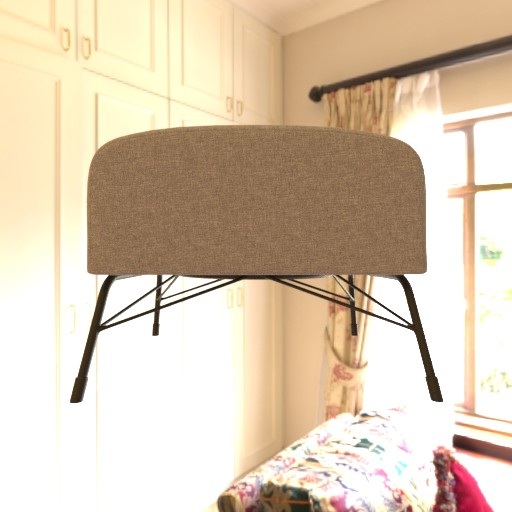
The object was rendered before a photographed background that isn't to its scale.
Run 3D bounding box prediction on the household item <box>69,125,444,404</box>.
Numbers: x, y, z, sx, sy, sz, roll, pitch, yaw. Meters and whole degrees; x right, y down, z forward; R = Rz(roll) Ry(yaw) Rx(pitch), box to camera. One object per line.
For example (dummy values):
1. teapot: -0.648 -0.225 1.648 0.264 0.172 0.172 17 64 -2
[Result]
1. household item: 0.000 0.000 0.884 0.530 0.410 0.530 0 0 0
